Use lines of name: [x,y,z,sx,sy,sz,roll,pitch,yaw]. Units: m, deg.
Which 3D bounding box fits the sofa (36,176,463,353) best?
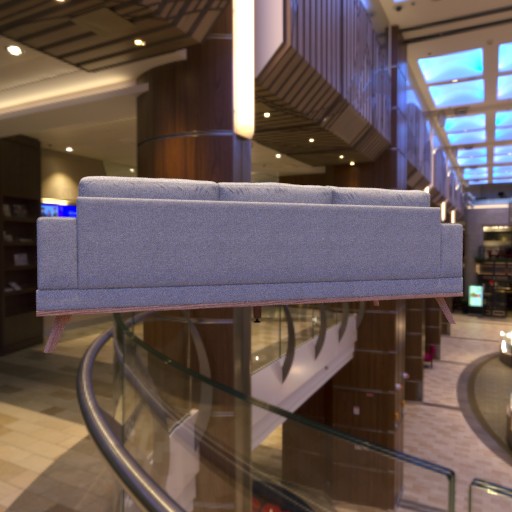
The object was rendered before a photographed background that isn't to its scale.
sofa: [0.000,0.000,2.694,2.310,0.810,0.920,-1,2,-18]
